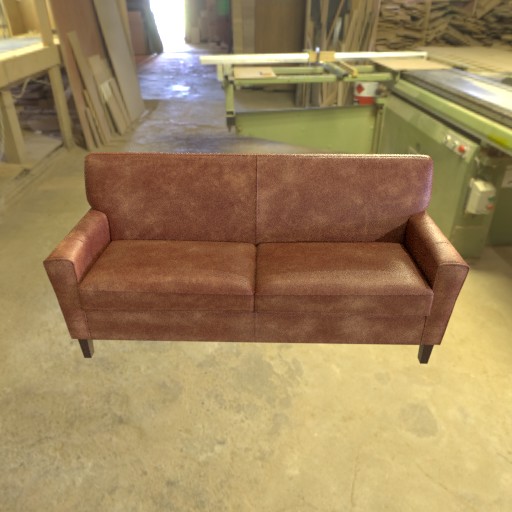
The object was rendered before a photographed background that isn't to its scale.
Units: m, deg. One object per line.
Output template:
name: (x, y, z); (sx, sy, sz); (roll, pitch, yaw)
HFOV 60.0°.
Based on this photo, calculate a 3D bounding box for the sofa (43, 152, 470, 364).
sofa: (0.000, 0.000, 2.510); (2.053, 0.947, 0.805); (1, 30, 1)
